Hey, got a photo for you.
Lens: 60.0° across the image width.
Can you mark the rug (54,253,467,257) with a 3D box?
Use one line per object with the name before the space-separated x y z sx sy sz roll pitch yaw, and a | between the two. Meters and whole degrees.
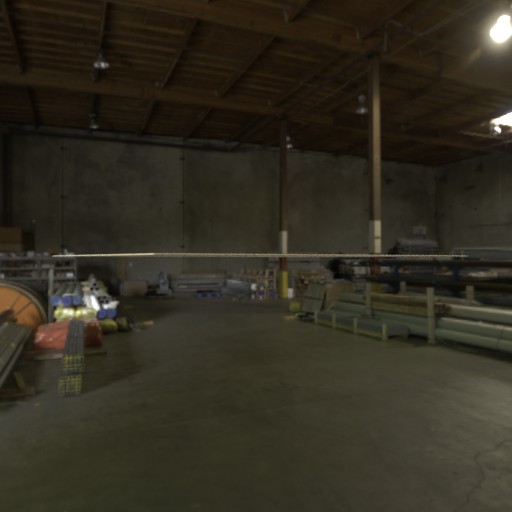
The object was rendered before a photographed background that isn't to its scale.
rug | 0.000 0.000 4.047 2.977 0.008 2.380 0 0 -36
